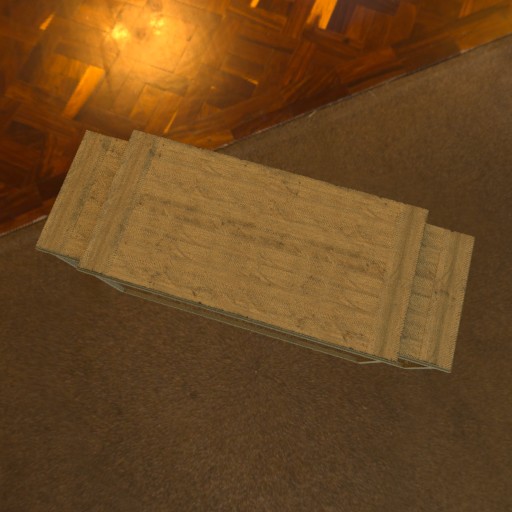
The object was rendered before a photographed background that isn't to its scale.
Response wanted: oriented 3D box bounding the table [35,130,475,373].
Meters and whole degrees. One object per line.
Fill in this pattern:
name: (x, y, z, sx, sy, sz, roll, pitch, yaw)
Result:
table: (0.000, 0.000, 1.547, 1.312, 0.427, 0.489, 16, 76, 4)
